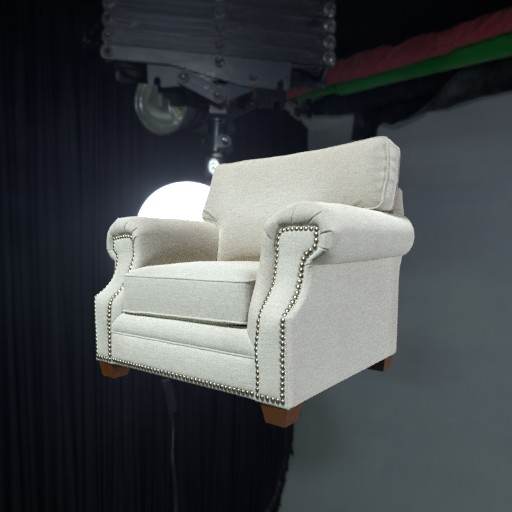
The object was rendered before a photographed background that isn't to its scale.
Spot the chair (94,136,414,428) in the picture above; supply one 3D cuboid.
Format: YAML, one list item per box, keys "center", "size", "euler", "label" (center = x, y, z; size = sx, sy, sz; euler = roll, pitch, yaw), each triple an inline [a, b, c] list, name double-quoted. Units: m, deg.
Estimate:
- center: [0.000, 0.000, 1.868]
  size: [1.092, 0.961, 0.965]
  euler: [1, 1, 37]
  label: "chair"
